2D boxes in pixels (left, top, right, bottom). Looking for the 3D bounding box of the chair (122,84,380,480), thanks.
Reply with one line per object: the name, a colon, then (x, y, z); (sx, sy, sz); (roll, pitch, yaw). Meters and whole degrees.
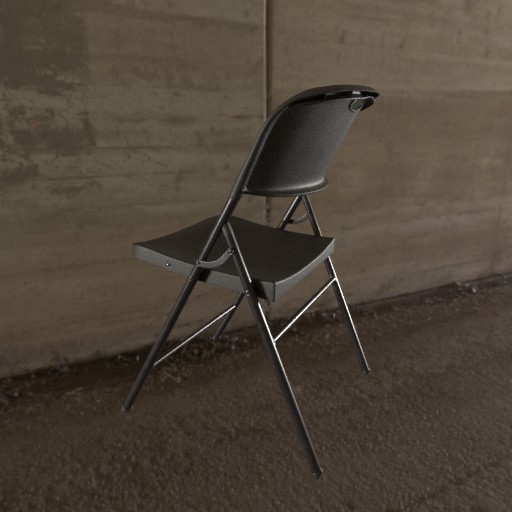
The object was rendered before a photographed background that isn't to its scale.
chair: (0.000, 0.000, 1.160); (0.566, 0.810, 0.494); (8, 18, 25)
